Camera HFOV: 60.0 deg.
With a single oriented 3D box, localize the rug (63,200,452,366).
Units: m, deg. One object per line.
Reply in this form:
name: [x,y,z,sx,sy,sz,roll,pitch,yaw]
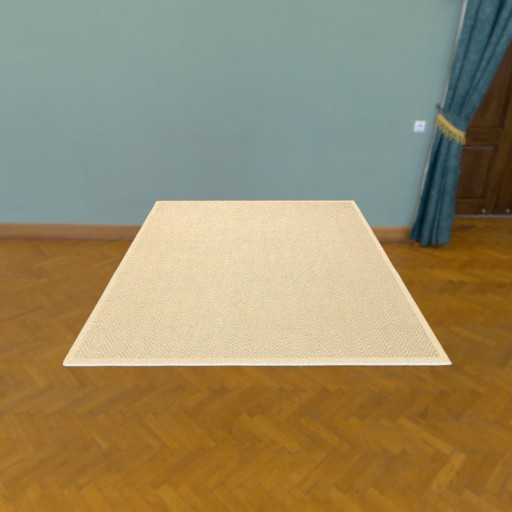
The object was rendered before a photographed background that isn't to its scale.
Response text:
rug: [0.000,0.000,4.086,2.423,0.019,3.009,0,27,0]
